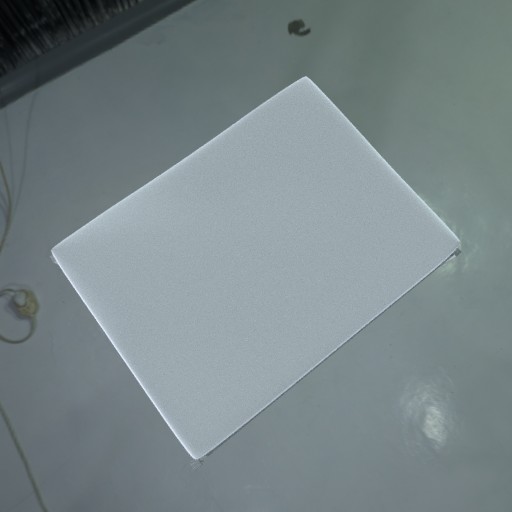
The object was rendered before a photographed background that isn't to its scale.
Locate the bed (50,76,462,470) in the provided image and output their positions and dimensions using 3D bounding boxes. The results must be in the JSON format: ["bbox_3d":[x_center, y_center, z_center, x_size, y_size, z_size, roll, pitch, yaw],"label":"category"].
[{"bbox_3d":[0.000,0.000,2.847,2.108,0.510,1.604,-37,79,-9],"label":"bed"}]
